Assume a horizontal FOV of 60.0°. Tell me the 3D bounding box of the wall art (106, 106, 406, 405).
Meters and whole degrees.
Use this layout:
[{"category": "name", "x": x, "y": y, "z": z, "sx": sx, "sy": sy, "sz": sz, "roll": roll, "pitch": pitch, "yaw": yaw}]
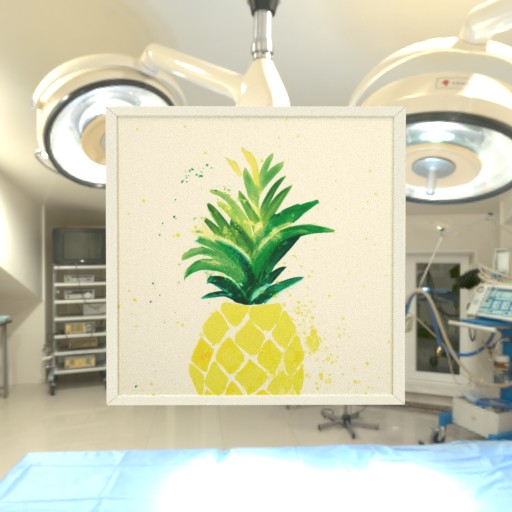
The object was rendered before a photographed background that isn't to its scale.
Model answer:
[{"category": "wall art", "x": 0.000, "y": 0.000, "z": 0.465, "sx": 0.307, "sy": 0.307, "sz": 0.020, "roll": 0, "pitch": 1, "yaw": 0}]
